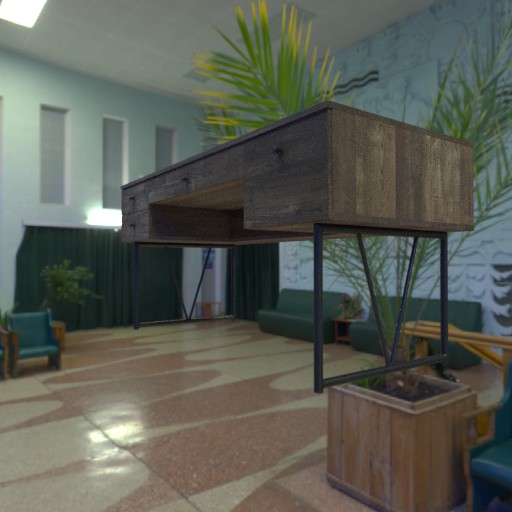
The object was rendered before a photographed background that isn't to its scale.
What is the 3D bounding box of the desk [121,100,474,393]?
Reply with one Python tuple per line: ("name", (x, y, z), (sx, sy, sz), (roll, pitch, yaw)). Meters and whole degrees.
("desk", (0.000, 0.000, 1.986), (0.730, 0.780, 1.600), (1, -1, -35))
